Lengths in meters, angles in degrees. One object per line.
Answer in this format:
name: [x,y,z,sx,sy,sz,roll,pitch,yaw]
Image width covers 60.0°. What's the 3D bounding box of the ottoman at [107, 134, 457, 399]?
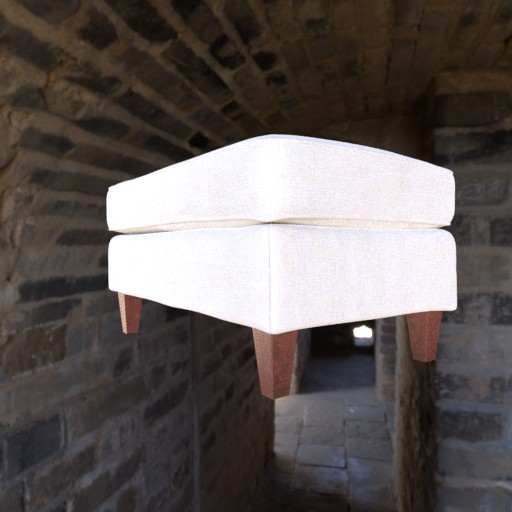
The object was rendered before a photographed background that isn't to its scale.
ottoman: [0.000,0.000,1.218,0.583,0.484,0.862,-1,1,-36]
